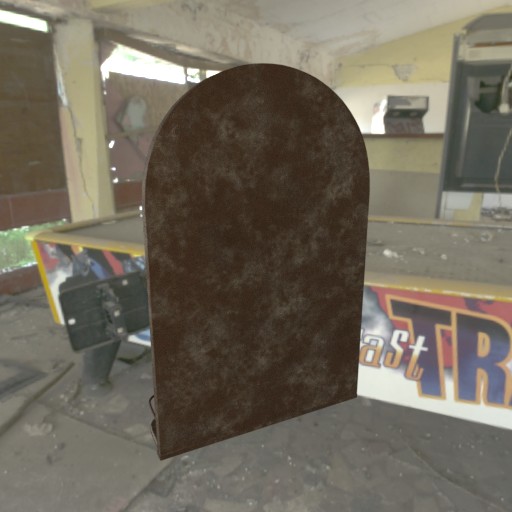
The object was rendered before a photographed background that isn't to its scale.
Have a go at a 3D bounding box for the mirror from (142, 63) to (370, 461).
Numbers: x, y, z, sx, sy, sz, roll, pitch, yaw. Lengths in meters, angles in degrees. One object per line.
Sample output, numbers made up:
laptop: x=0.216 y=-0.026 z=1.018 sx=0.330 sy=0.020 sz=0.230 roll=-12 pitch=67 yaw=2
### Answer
mirror: x=0.000 y=0.000 z=0.978 sx=0.510 sy=0.770 sz=0.137 roll=-7 pitch=16 yaw=-26
